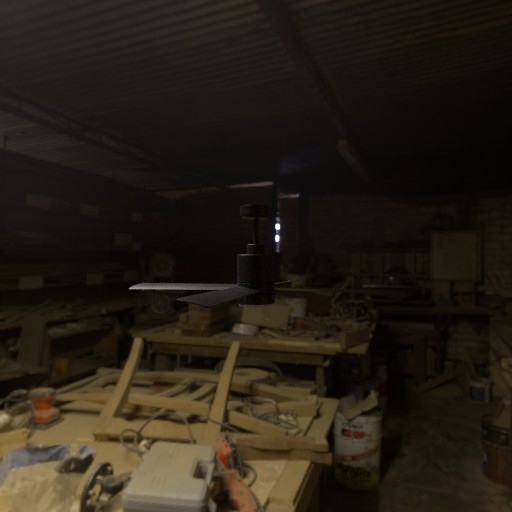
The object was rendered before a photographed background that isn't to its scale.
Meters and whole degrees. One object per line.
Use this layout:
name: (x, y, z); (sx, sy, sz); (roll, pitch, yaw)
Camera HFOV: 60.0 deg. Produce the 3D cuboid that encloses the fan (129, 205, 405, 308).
fan: (0.000, 0.000, 2.397); (1.525, 0.534, 1.525); (0, 0, 20)
